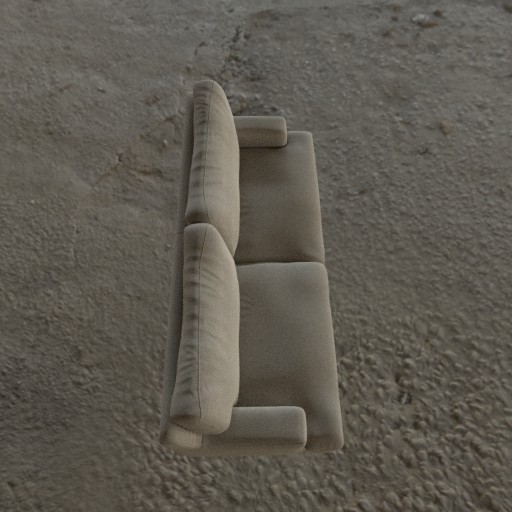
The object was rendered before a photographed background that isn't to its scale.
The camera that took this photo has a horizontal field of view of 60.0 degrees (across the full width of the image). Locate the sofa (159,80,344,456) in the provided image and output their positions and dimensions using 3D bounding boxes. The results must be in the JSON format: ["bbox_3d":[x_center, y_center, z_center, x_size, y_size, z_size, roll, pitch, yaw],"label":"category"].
[{"bbox_3d":[0.000,0.000,2.898,0.962,0.980,2.354,-1,62,0],"label":"sofa"}]
